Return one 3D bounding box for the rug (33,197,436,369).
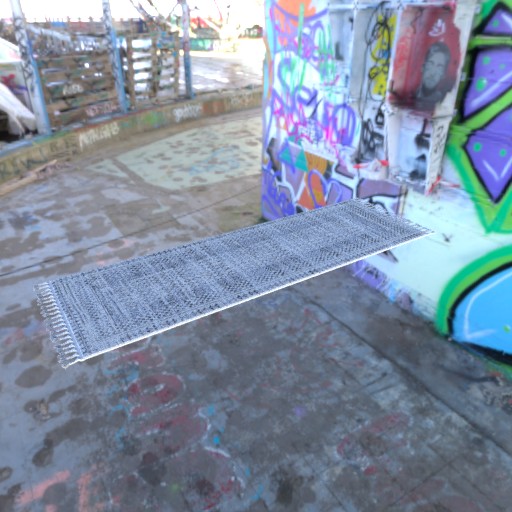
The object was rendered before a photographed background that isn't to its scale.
[{"bbox_3d":[0.000,0.000,2.756,2.480,0.013,0.786,-17,33,-28],"label":"rug"}]
